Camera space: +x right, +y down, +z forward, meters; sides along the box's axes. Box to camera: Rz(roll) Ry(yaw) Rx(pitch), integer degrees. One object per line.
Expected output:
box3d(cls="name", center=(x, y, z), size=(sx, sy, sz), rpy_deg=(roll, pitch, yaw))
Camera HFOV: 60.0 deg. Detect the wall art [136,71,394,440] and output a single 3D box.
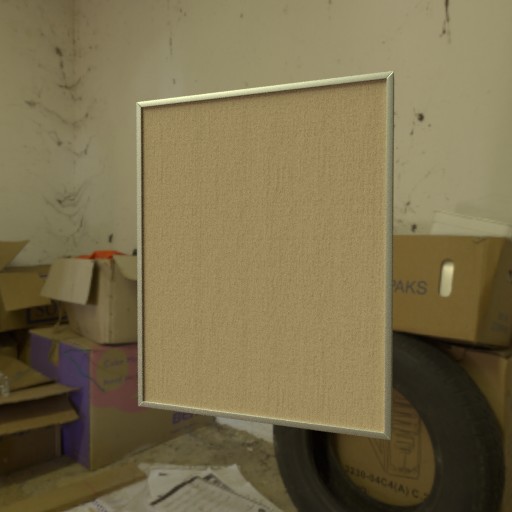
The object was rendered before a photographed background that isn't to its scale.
box3d(cls="wall art", center=(0.000, 0.000, 0.754), size=(0.445, 0.553, 0.039), rpy_deg=(0, 1, 19))
